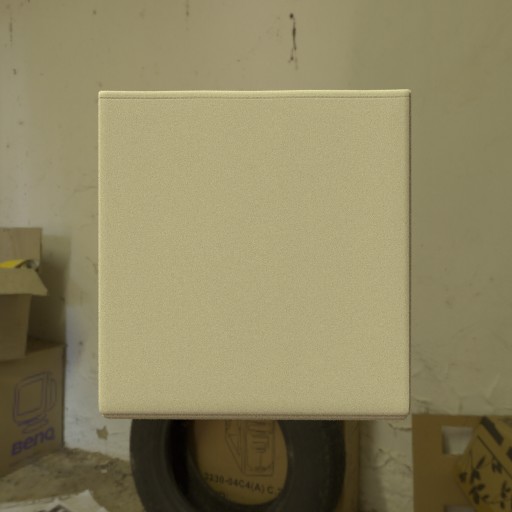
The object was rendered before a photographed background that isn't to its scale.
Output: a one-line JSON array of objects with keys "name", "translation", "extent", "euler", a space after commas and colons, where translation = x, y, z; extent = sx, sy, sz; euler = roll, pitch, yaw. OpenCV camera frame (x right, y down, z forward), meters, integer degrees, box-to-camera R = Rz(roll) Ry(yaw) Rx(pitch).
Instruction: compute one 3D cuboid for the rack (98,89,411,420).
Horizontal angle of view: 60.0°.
[{"name": "rack", "translation": [0.000, 0.000, 0.506], "extent": [0.270, 0.280, 0.270], "euler": [0, 0, 1]}]
